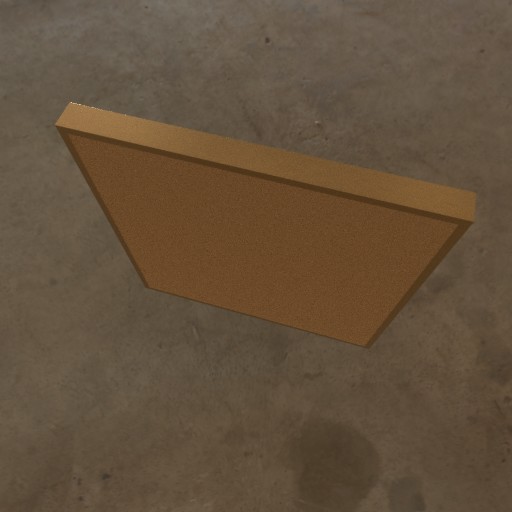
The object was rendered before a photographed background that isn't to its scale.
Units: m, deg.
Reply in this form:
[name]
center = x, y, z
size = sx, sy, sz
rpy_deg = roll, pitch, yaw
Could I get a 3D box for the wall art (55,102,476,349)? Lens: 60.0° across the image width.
[wall art]
center = 0.000, 0.000, 0.753
size = 0.509, 0.509, 0.040
rpy_deg = 14, 63, 7
